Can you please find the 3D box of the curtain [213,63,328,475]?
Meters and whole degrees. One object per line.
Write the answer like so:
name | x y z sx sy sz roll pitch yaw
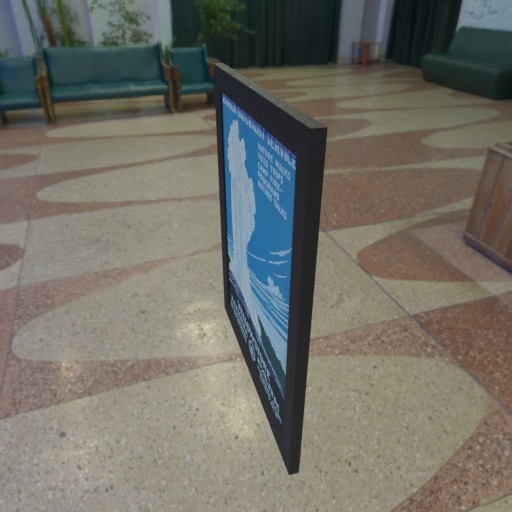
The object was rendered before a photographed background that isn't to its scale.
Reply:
curtain | 0.000 0.000 0.803 0.027 0.585 0.483 -9 32 -14
